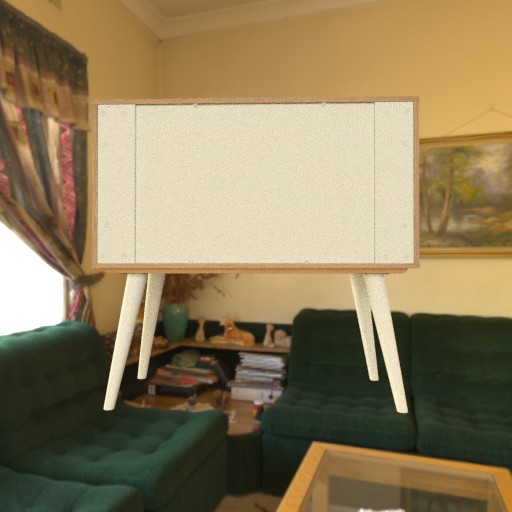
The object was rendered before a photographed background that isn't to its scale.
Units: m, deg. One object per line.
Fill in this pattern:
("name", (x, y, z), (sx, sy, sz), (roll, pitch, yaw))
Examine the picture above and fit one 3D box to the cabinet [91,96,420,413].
("cabinet", (0.000, 0.000, 1.660), (1.057, 1.016, 0.470), (0, -1, 2))
